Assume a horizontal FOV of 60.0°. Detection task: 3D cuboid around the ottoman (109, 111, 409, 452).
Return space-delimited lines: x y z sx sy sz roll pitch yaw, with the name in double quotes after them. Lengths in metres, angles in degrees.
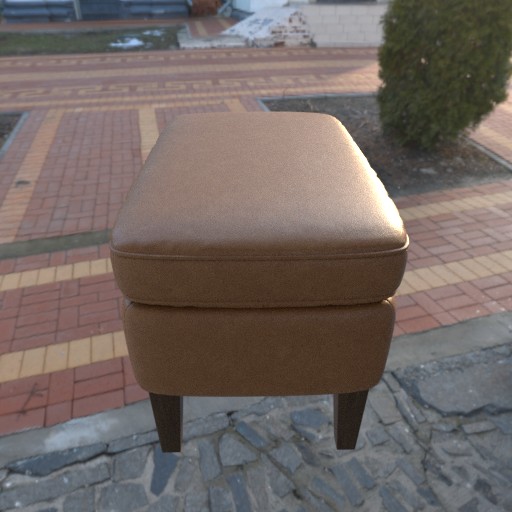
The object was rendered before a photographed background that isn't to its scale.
0.000 0.000 0.938 0.420 0.480 0.670 -1 32 -1 "ottoman"
